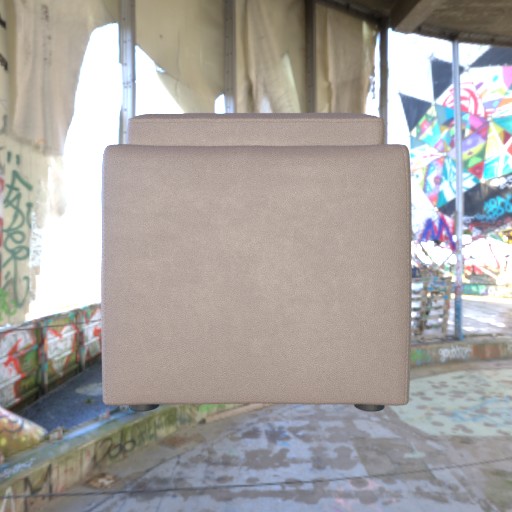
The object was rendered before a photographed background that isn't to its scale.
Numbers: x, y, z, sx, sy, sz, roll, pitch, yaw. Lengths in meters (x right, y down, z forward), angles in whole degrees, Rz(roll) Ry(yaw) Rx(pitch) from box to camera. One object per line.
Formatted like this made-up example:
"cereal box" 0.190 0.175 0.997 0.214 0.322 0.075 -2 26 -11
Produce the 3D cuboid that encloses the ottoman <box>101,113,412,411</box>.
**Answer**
"ottoman" 0.000 0.000 0.840 0.451 0.460 0.450 0 0 0
